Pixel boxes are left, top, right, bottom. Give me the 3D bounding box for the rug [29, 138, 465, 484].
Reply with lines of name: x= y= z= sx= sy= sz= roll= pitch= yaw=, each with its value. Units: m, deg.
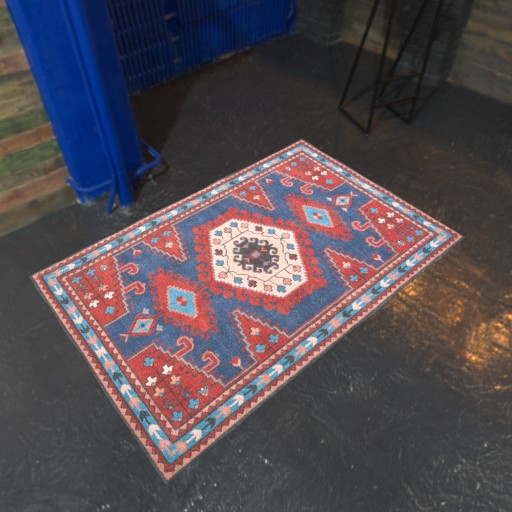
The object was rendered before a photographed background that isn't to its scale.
rug: x=0.000 y=0.000 z=2.197 sx=1.820 sy=0.012 sz=1.207 roll=-32 pitch=55 yaw=-26
